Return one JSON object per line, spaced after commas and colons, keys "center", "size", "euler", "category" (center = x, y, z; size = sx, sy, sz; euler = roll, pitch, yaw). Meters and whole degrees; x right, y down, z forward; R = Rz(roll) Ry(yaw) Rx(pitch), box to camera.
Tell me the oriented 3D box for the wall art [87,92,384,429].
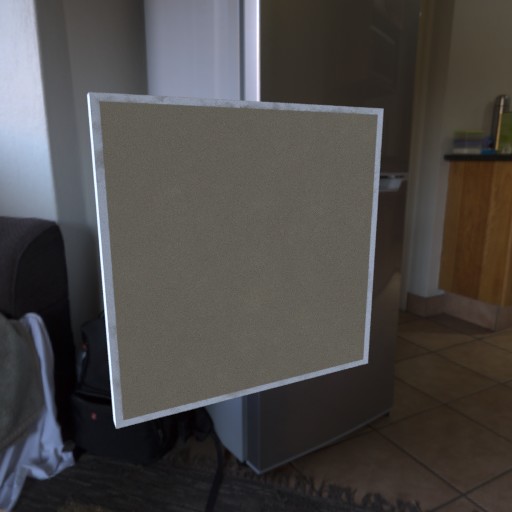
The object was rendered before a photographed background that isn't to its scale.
{"center": [0.000, 0.000, 1.149], "size": [0.760, 0.757, 0.038], "euler": [-6, 15, -26], "category": "wall art"}
